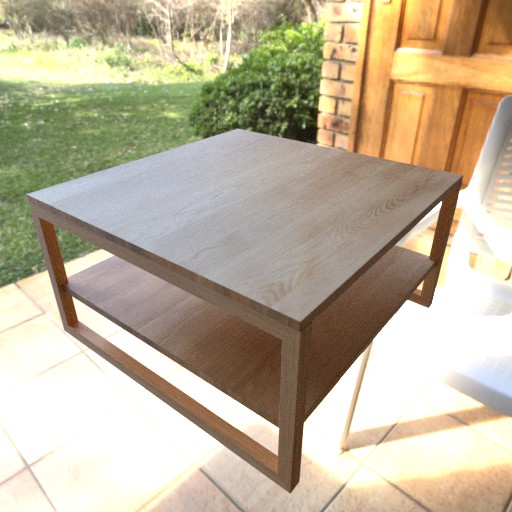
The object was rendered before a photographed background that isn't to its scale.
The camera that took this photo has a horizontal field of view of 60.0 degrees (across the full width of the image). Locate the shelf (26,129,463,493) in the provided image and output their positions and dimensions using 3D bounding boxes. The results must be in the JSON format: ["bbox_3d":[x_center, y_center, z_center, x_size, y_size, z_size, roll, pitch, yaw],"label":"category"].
[{"bbox_3d":[0.000,0.000,1.401,0.899,0.480,0.899,22,37,32],"label":"shelf"}]
